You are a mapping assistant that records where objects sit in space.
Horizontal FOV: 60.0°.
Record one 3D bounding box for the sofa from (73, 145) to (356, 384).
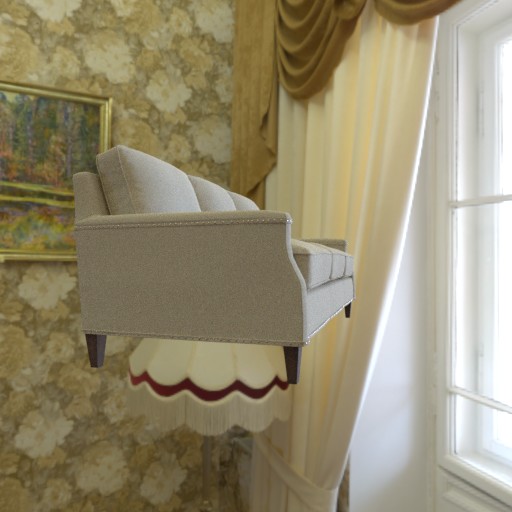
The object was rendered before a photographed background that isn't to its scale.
[{"bbox_3d":[0.000,0.000,2.843,1.084,1.003,2.246,0,-1,17],"label":"sofa"}]
